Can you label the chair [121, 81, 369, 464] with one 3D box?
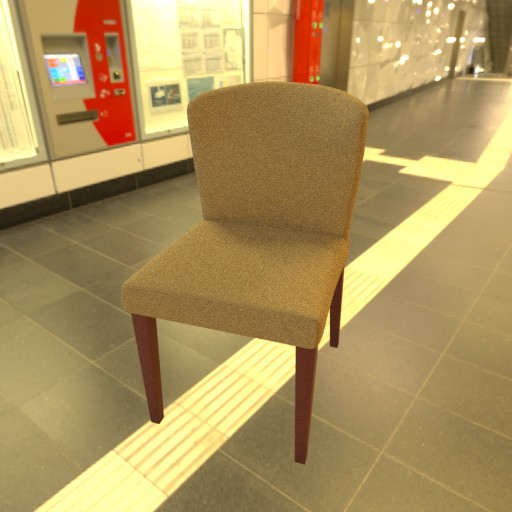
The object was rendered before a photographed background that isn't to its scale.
[{"bbox_3d":[0.000,0.000,1.202,0.491,0.839,0.589,8,28,16],"label":"chair"}]
